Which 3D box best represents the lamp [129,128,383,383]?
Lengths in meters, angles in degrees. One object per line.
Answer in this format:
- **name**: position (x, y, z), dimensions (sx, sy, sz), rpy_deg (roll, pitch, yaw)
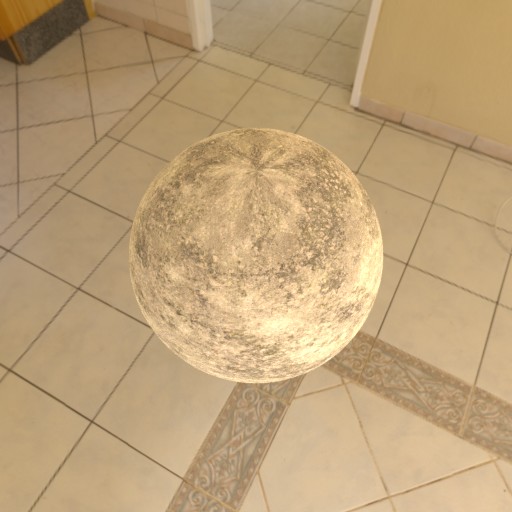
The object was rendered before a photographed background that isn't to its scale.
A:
- **lamp**: position (0.000, 0.000, 0.765), dimensions (0.422, 0.429, 0.422), rpy_deg (0, 58, 0)
